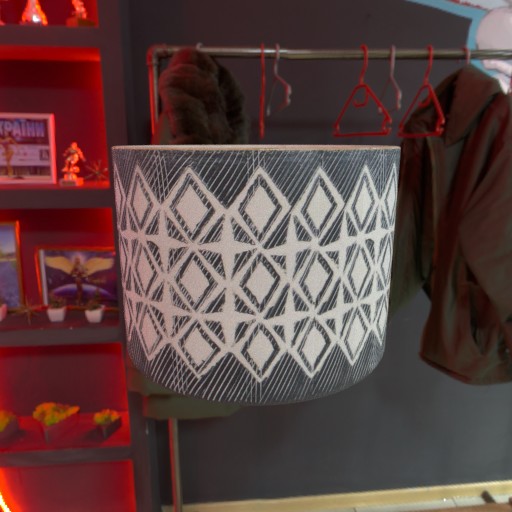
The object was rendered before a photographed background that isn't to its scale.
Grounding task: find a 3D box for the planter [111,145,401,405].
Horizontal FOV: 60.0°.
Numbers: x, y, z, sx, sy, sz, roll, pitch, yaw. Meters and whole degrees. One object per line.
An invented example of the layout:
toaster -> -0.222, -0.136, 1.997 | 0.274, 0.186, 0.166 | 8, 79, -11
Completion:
planter -> 0.000, 0.000, 0.216 | 0.126, 0.104, 0.126 | 0, 15, 0
